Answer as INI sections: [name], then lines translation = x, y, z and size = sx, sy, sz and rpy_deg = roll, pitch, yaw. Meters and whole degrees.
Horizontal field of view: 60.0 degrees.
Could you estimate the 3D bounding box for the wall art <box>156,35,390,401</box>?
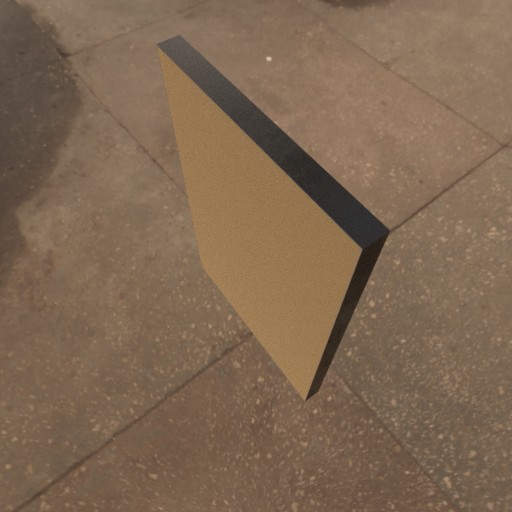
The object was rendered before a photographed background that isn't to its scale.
[wall art]
translation = 0.000, 0.000, 0.594
size = 0.031, 0.457, 0.313
rpy_deg = -32, 63, -18
